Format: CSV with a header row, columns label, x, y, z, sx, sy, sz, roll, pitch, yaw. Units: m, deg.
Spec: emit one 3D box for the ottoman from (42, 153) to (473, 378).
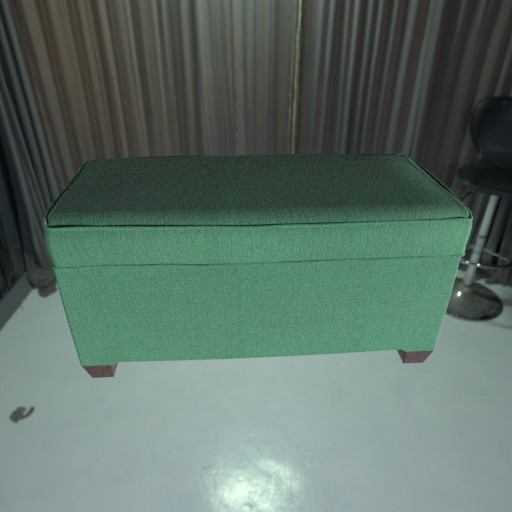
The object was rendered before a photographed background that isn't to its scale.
label,x,y,z,sx,sy,sz,roll,pitch,yaw
ottoman,0.000,0.000,1.234,0.957,0.471,0.483,-2,32,-3
